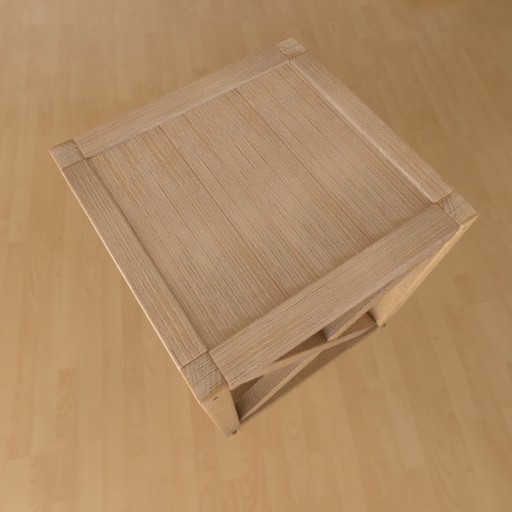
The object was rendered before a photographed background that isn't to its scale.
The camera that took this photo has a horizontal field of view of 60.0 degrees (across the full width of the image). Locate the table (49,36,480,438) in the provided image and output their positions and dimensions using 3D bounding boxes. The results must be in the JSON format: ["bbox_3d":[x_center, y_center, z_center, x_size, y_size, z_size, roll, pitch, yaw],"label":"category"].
[{"bbox_3d":[0.000,0.000,1.059,0.559,0.610,0.558,-31,68,-14],"label":"table"}]
